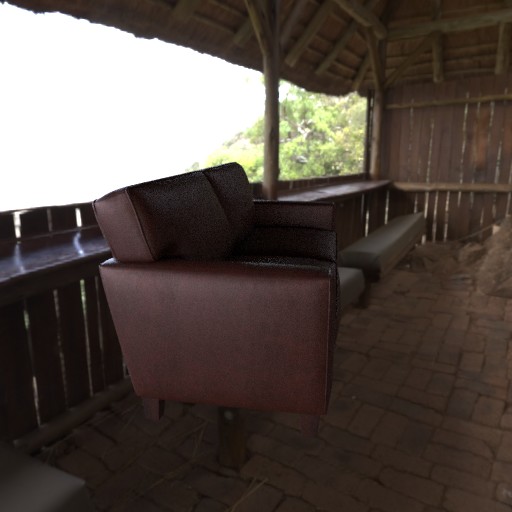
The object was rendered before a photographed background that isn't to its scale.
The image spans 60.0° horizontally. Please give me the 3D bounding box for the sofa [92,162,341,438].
[{"bbox_3d":[0.000,0.000,2.426,0.912,0.928,1.876,3,15,10],"label":"sofa"}]
